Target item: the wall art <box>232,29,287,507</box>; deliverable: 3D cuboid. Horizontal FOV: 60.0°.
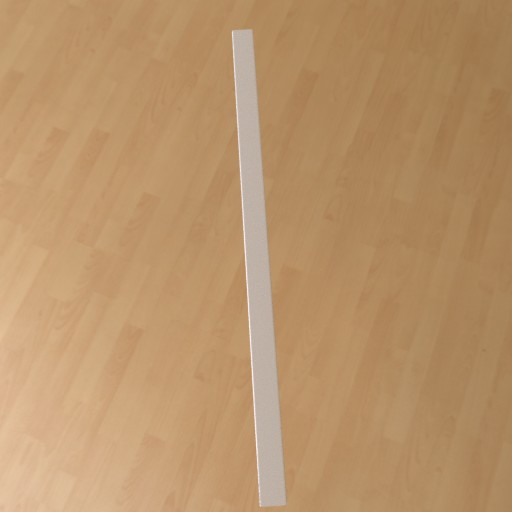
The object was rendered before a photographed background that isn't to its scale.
[{"bbox_3d":[0.000,0.000,0.816,0.038,0.255,0.763,-3,76,-1],"label":"wall art"}]
